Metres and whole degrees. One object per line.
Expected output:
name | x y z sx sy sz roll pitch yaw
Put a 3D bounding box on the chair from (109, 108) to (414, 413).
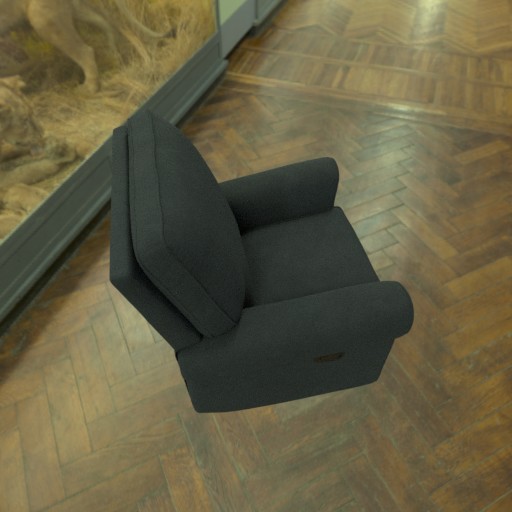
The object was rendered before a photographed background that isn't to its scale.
chair | 0.000 0.000 1.656 0.878 0.961 0.890 -9 48 -8
